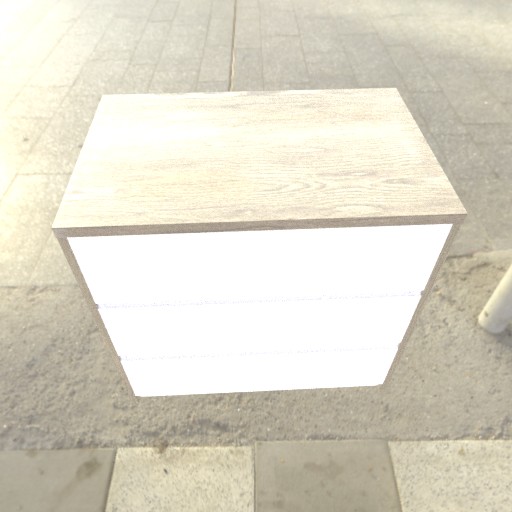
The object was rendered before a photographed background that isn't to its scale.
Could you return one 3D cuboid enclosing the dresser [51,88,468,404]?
[{"bbox_3d":[0.000,0.000,1.318,0.809,0.762,0.529,-2,47,-2],"label":"dresser"}]
